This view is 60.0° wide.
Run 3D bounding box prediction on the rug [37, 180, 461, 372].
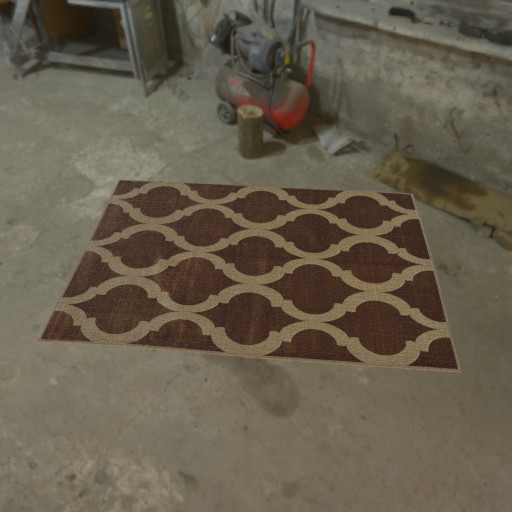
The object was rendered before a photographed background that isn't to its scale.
[{"bbox_3d":[0.000,0.000,2.900,2.290,0.014,1.526,3,45,3],"label":"rug"}]
